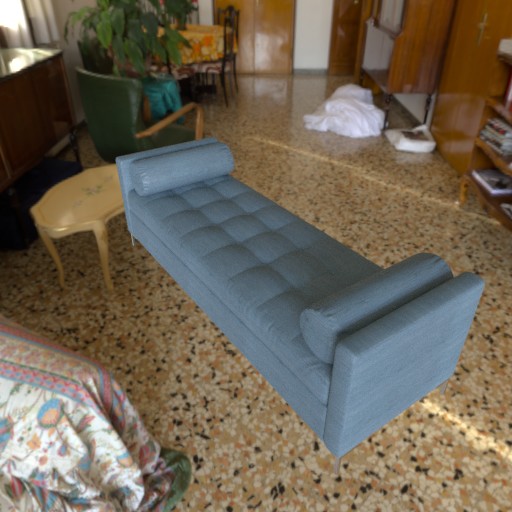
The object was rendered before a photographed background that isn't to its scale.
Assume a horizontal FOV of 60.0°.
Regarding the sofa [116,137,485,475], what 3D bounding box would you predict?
[{"bbox_3d":[0.000,0.000,2.295,0.686,0.635,1.981,-21,39,-29],"label":"sofa"}]
